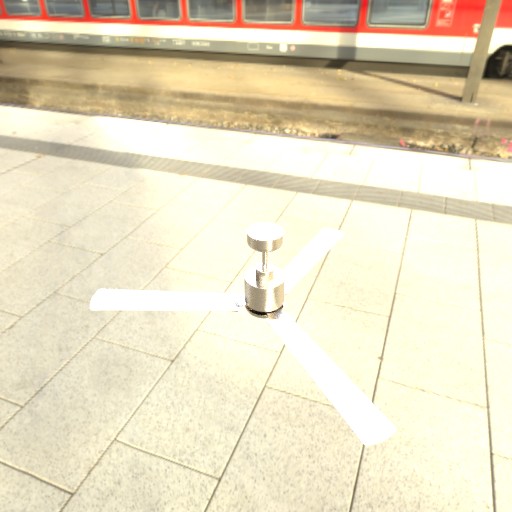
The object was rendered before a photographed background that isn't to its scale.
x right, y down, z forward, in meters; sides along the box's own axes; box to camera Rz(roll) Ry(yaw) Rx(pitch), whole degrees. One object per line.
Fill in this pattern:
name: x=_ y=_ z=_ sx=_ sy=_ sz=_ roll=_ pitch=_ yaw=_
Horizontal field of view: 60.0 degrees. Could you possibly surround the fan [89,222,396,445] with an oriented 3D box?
fan: x=0.000 y=0.000 z=2.280 sx=1.561 sy=0.446 sz=1.531 roll=11 pitch=34 yaw=16
